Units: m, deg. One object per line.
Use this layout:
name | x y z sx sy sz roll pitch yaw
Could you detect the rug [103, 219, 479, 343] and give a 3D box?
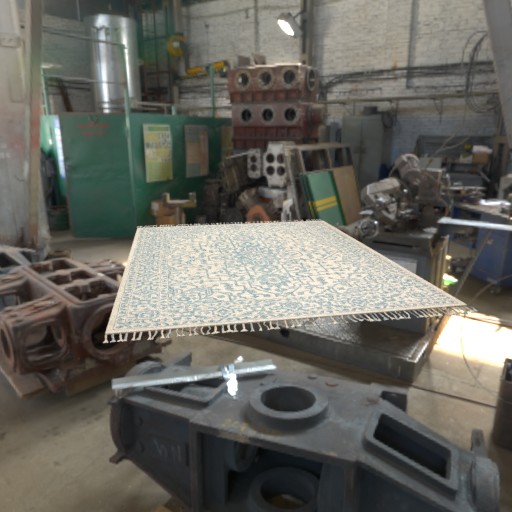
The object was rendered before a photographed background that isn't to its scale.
rug | 0.000 0.000 4.328 2.464 0.010 3.327 -3 16 -10
